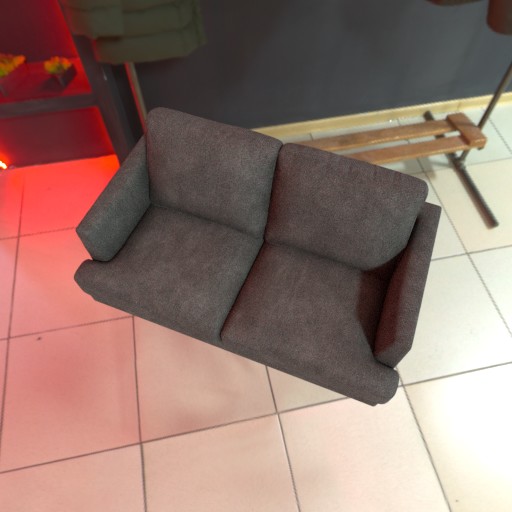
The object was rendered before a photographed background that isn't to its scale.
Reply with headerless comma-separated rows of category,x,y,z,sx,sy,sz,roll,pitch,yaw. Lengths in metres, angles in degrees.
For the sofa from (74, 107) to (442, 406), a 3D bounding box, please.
sofa,0.000,0.000,2.193,1.582,0.956,0.903,18,61,11
